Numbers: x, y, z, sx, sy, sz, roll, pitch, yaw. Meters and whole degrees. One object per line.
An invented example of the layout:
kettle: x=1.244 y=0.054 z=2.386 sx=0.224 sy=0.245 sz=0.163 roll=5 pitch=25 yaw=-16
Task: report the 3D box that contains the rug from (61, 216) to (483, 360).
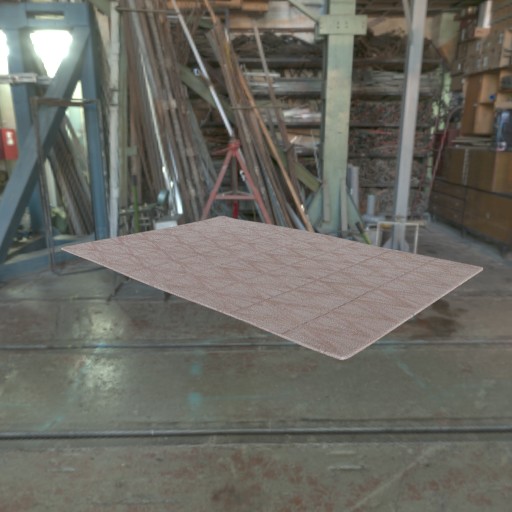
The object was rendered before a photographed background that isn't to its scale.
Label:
rug: x=0.000 y=0.000 z=2.282 sx=1.837 sy=0.025 sz=1.230 roll=14 pitch=21 yaw=41
